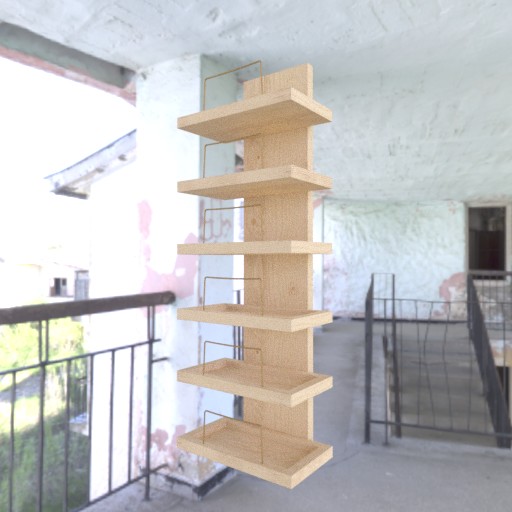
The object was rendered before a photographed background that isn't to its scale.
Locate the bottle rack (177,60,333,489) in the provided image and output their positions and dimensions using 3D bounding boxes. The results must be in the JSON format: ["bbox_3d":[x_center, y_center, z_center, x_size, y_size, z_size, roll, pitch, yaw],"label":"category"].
[{"bbox_3d":[0.000,0.000,1.074,0.330,0.943,0.206,0,-1,37],"label":"bottle rack"}]
